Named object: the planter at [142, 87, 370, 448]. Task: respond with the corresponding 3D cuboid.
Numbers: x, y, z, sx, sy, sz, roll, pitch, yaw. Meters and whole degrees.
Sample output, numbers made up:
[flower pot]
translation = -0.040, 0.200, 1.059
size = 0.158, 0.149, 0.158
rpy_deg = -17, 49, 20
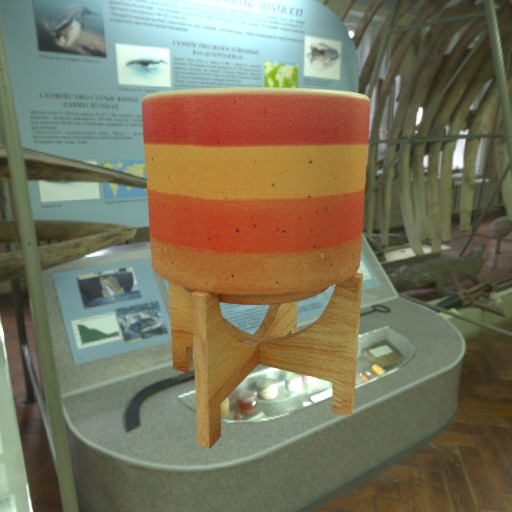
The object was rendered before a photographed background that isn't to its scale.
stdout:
[planter]
translation = 0.000, 0.000, 0.563
size = 0.269, 0.379, 0.269
rpy_deg = 0, 15, 0
